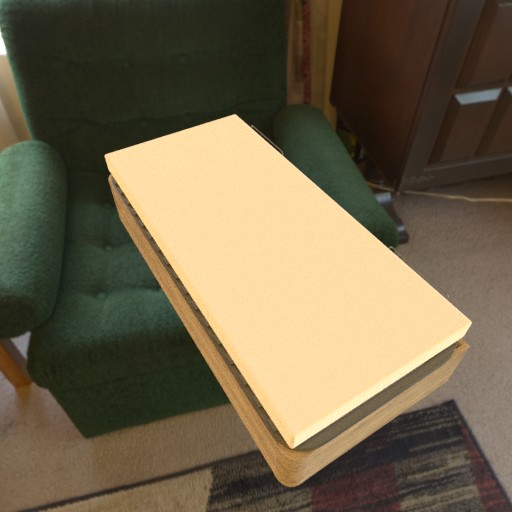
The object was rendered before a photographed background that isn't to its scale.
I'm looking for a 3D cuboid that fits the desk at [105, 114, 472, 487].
[{"bbox_3d":[0.000,0.000,2.255,0.900,0.455,1.900,-24,52,-21],"label":"desk"}]
